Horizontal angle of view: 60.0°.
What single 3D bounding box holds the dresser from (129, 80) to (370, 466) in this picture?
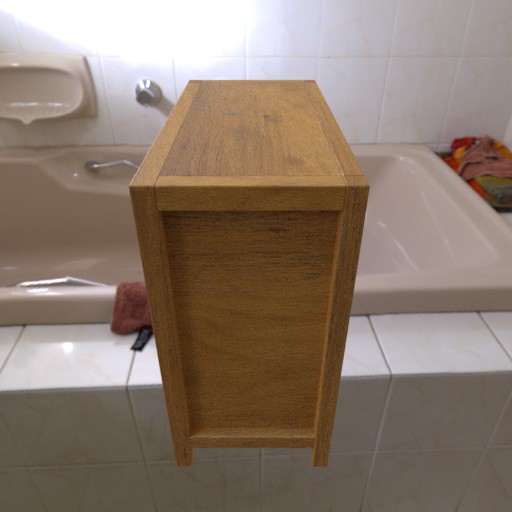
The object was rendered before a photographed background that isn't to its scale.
[{"bbox_3d":[0.000,0.000,1.284,0.427,0.804,0.804,0,33,0],"label":"dresser"}]
